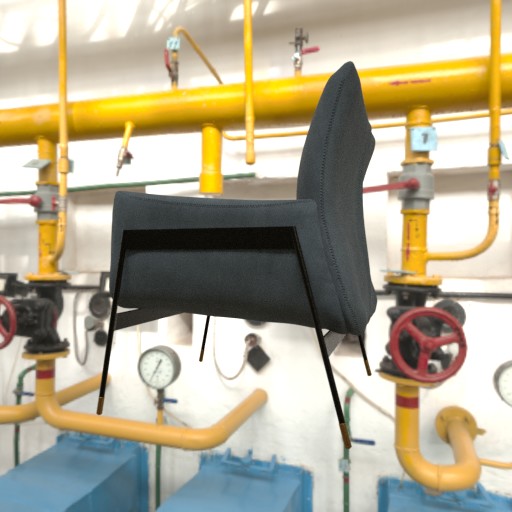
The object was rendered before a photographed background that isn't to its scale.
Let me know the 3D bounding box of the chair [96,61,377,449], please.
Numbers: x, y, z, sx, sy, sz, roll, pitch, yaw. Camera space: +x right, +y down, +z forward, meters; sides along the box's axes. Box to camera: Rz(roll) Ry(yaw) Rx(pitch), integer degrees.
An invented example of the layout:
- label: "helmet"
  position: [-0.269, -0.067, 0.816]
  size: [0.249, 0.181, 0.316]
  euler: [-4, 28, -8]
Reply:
- label: "chair"
  position: [0.000, 0.000, 1.387]
  size: [0.709, 0.858, 0.678]
  euler: [0, 0, 19]
